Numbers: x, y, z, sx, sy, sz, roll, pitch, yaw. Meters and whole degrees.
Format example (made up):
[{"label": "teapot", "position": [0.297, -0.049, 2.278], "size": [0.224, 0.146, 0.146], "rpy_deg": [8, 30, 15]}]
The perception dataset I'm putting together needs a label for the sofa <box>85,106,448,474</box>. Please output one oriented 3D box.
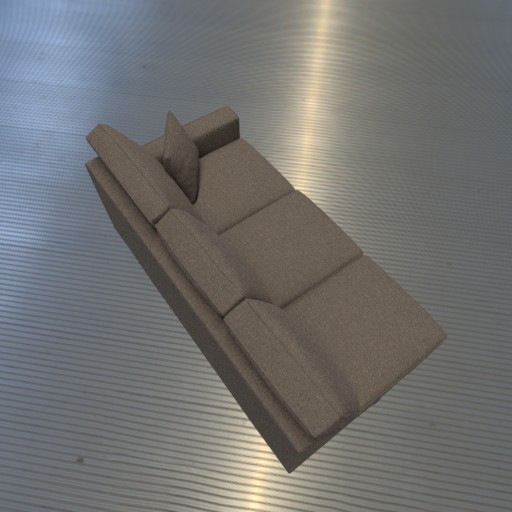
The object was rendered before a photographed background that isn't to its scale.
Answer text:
[{"label": "sofa", "position": [0.000, 0.000, 2.496], "size": [1.034, 0.946, 1.963], "rpy_deg": [-32, 63, -19]}]
